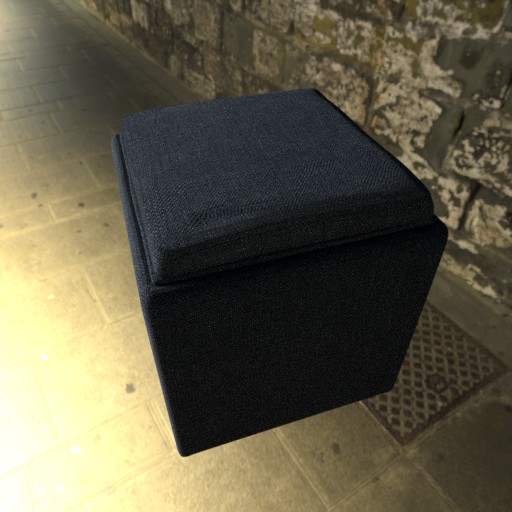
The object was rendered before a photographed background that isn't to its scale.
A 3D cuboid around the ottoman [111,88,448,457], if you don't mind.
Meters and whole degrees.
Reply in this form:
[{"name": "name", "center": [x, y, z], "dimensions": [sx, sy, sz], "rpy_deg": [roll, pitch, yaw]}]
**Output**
[{"name": "ottoman", "center": [0.000, 0.000, 0.843], "dimensions": [0.436, 0.493, 0.454], "rpy_deg": [-12, 43, -14]}]
